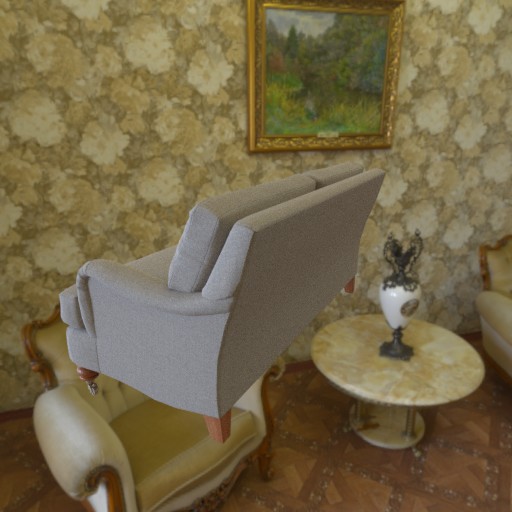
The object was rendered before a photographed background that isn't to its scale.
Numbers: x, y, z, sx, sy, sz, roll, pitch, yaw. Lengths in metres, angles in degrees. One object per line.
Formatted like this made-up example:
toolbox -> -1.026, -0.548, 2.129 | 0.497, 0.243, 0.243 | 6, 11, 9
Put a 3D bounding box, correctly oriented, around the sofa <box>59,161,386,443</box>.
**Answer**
sofa -> 0.000, 0.000, 2.763 | 1.087, 1.054, 2.160 | 9, 19, 26
